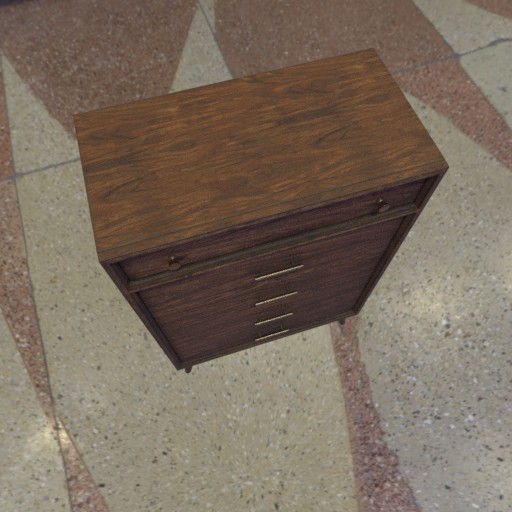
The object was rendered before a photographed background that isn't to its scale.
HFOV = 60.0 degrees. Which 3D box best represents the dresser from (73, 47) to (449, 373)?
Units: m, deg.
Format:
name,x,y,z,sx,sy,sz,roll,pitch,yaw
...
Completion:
name,x,y,z,sx,sy,sz,roll,pitch,yaw
dresser,0.000,0.000,1.807,0.919,1.365,0.498,-16,64,-8
